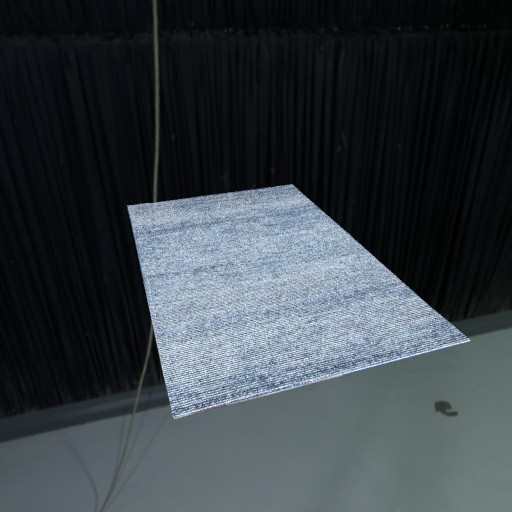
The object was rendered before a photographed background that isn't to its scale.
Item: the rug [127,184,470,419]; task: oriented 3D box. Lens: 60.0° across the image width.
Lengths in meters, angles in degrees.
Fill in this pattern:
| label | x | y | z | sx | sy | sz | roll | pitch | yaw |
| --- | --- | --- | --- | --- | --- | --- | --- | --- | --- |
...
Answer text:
| label | x | y | z | sx | sy | sz | roll | pitch | yaw |
| --- | --- | --- | --- | --- | --- | --- | --- | --- | --- |
| rug | 0.000 | 0.000 | 2.293 | 1.159 | 0.025 | 1.793 | -9 | 31 | -16 |
